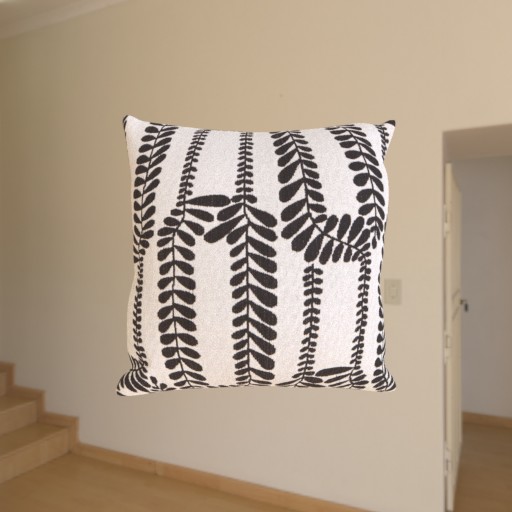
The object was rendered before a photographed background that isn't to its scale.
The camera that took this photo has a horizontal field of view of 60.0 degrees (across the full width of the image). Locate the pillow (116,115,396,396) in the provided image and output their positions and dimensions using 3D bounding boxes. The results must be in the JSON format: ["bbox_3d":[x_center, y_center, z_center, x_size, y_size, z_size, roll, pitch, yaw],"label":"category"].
[{"bbox_3d":[0.000,0.000,0.691,0.440,0.441,0.182,0,0,0],"label":"pillow"}]
